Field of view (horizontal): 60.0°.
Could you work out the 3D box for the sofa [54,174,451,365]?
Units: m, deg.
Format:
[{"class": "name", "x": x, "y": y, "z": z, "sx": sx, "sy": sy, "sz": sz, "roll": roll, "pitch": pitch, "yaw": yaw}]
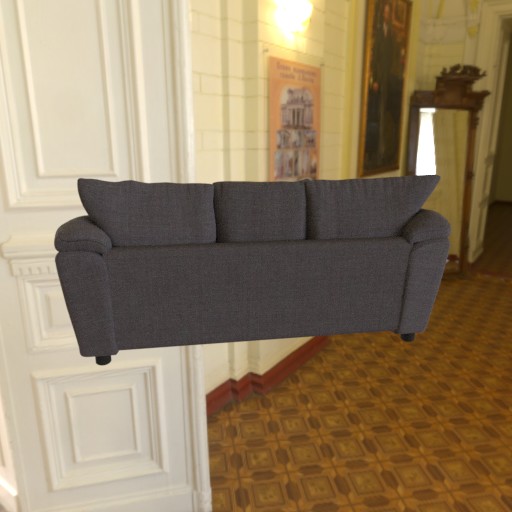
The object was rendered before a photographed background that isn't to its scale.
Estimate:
[{"class": "sofa", "x": 0.000, "y": 0.000, "z": 2.907, "sx": 2.336, "sy": 1.080, "sz": 0.883, "roll": -2, "pitch": 15, "yaw": -9}]
